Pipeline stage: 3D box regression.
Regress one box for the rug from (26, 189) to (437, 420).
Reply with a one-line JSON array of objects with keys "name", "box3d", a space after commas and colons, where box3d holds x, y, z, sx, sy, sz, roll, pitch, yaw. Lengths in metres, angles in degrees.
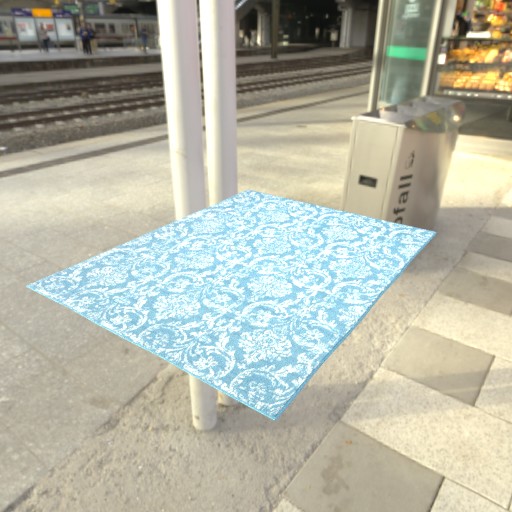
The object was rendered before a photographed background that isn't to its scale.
[{"name": "rug", "box3d": [0.000, 0.000, 3.989, 2.363, 0.012, 2.980, 18, 32, 31]}]
